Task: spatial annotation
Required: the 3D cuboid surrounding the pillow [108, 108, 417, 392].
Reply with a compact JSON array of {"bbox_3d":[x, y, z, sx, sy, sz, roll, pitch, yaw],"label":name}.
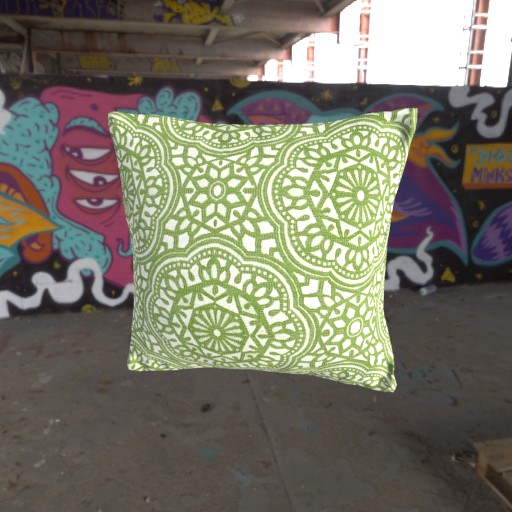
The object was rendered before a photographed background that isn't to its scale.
[{"bbox_3d":[0.000,0.000,0.666,0.440,0.419,0.162,2,15,8],"label":"pillow"}]
